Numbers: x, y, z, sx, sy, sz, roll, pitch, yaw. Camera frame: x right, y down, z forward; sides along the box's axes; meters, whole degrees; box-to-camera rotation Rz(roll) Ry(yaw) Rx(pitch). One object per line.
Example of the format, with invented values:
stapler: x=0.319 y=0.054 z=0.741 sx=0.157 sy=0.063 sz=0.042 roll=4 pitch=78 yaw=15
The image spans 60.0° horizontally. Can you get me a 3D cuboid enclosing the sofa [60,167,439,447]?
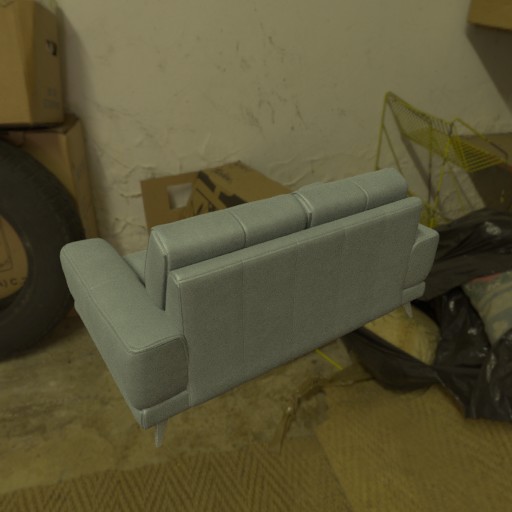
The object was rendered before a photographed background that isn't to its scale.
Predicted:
sofa: x=0.000 y=0.000 z=2.382 sx=1.806 sy=0.907 sz=1.018 roll=-18 pitch=34 yaw=-29
